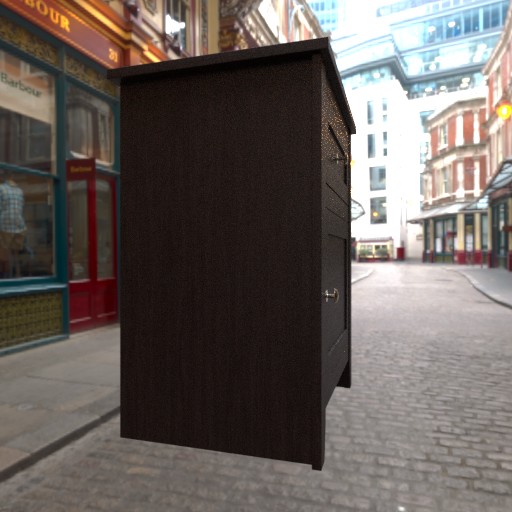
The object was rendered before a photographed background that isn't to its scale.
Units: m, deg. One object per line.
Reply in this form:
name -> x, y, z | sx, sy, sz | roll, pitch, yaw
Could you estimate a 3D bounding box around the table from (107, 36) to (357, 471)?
table -> 0.000, 0.000, 0.925 | 0.381, 0.635, 0.480 | 0, 0, 18
